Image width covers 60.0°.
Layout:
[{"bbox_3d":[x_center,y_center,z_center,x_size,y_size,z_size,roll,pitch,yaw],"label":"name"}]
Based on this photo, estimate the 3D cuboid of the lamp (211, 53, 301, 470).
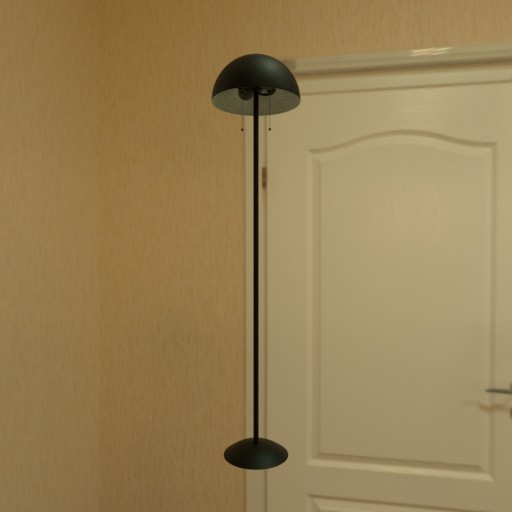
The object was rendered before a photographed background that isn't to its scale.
[{"bbox_3d":[0.000,0.000,1.646,0.328,1.480,0.328,0,1,-19],"label":"lamp"}]
